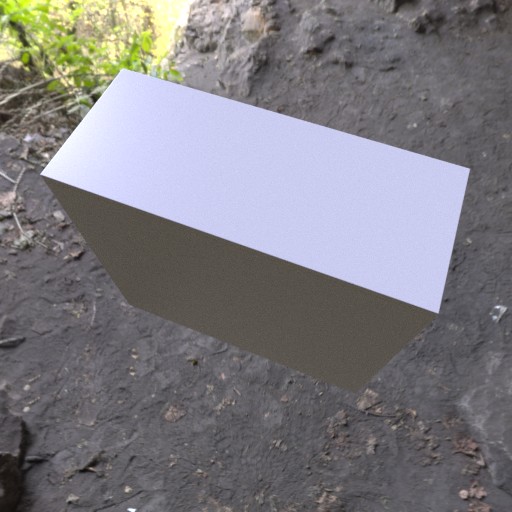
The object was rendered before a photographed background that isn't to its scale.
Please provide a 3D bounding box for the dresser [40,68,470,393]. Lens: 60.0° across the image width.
[{"bbox_3d":[0.000,0.000,1.668,1.100,1.000,0.460,19,64,10],"label":"dresser"}]
